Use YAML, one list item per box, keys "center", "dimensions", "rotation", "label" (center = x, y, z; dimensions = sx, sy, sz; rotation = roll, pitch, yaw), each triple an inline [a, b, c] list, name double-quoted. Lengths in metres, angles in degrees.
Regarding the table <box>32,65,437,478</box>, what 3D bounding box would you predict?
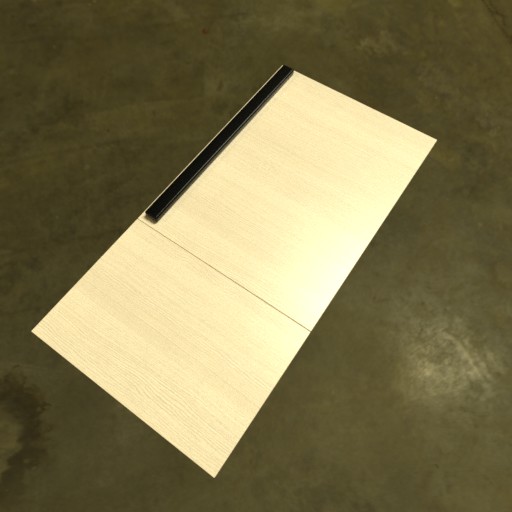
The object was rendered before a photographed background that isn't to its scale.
- center: [0.000, 0.000, 0.794]
  dimensions: [0.322, 0.242, 0.644]
  rotation: [32, 68, 15]
  label: "table"
